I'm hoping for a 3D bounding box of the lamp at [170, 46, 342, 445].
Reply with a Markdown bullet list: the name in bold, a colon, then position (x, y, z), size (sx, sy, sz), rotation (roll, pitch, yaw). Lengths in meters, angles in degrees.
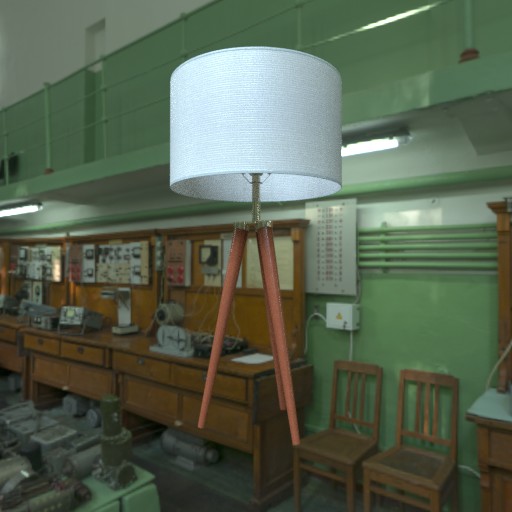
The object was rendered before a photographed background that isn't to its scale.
- **lamp**: position (0.000, 0.000, 0.927), size (0.355, 0.709, 0.354), rotation (-1, -1, 37)
